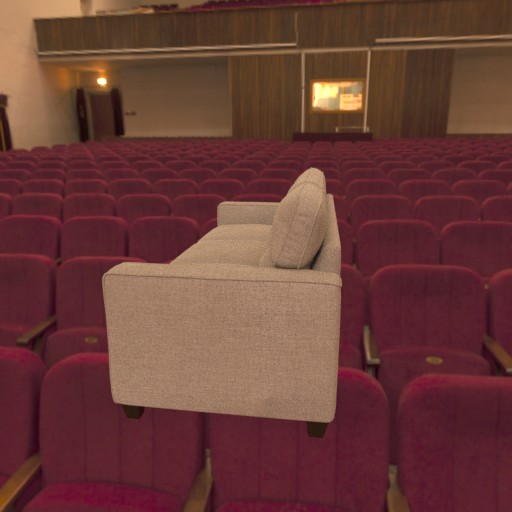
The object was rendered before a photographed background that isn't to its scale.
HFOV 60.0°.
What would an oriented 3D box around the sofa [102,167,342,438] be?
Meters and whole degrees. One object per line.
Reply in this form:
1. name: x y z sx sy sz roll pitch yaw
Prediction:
1. sofa: 0.000 0.000 2.692 0.939 0.965 2.133 2 15 8
